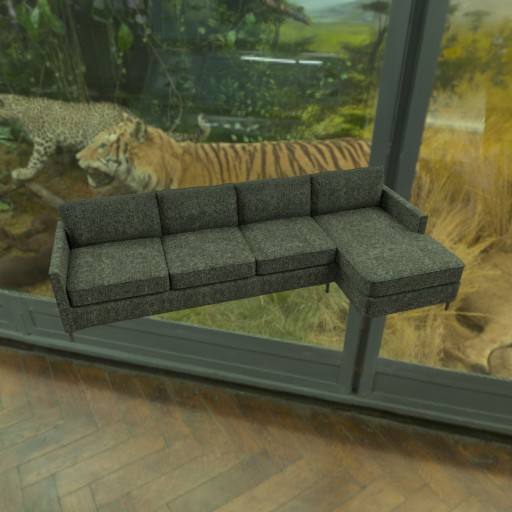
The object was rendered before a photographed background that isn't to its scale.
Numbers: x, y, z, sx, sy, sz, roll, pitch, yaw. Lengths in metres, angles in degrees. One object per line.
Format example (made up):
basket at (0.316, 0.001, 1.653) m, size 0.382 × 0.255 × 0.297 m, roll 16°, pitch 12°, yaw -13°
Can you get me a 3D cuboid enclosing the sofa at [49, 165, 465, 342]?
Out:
sofa at (0.000, 0.000, 4.026) m, size 3.384 × 0.970 × 1.488 m, roll -9°, pitch 33°, yaw -14°
